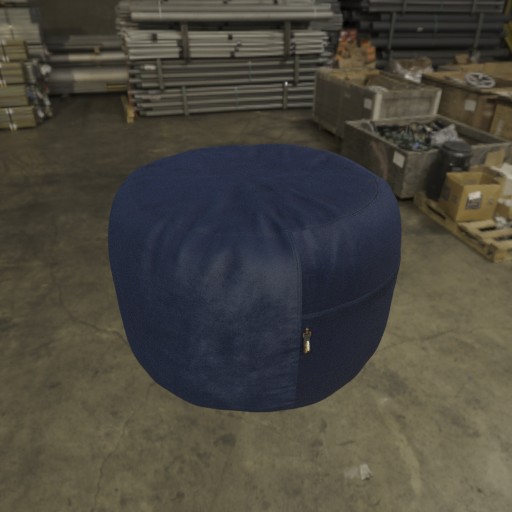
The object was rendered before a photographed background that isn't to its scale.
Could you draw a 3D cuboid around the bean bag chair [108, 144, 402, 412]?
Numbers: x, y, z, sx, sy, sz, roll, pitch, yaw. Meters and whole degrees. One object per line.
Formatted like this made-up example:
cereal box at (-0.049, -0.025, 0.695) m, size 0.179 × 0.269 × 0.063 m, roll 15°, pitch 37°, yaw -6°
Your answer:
bean bag chair at (0.000, 0.000, 1.960) m, size 1.219 × 0.762 × 1.219 m, roll 0°, pitch 30°, yaw 0°
